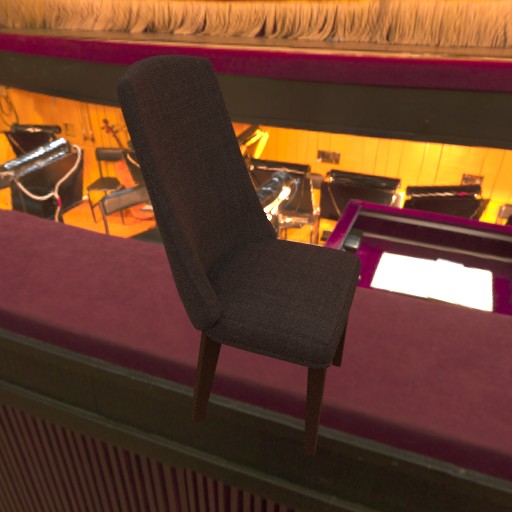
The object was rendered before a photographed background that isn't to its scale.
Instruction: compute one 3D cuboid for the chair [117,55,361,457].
[{"bbox_3d":[0.000,0.000,1.299,0.577,1.050,0.510,11,32,18],"label":"chair"}]
